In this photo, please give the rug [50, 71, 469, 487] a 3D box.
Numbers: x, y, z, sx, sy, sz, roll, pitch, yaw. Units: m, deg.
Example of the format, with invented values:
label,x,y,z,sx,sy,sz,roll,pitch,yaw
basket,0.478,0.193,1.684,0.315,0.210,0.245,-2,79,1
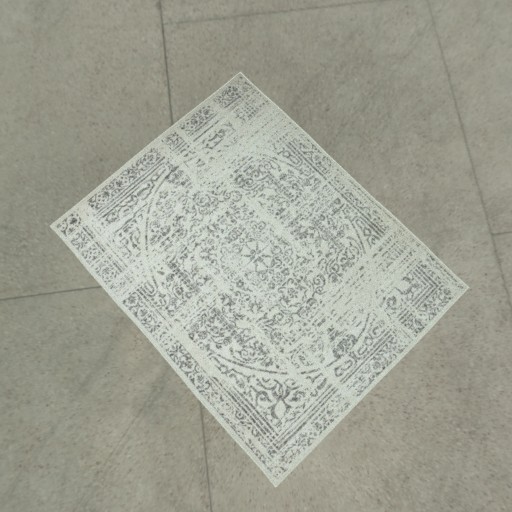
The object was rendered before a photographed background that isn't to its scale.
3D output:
label,x,y,z,sx,sy,sz,roll,pitch,yaw
rug,0.000,0.000,3.864,2.311,0.032,2.921,-42,80,-9
